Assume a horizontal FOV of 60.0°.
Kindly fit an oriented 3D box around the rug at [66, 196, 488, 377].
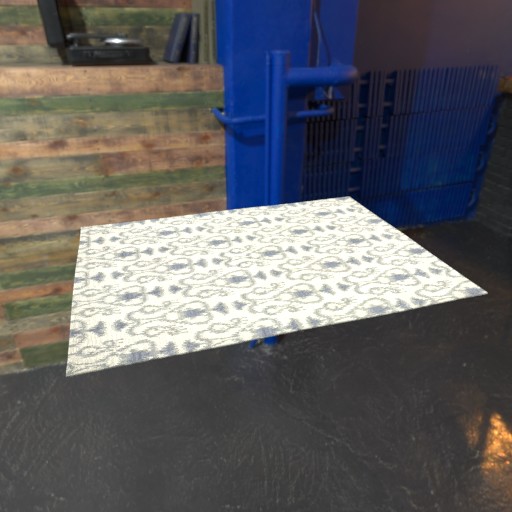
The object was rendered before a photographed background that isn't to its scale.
[{"bbox_3d":[0.000,0.000,2.930,2.261,0.013,1.676,-8,29,-15],"label":"rug"}]
